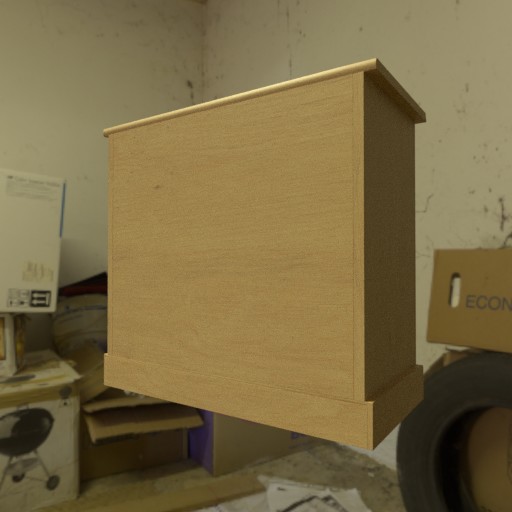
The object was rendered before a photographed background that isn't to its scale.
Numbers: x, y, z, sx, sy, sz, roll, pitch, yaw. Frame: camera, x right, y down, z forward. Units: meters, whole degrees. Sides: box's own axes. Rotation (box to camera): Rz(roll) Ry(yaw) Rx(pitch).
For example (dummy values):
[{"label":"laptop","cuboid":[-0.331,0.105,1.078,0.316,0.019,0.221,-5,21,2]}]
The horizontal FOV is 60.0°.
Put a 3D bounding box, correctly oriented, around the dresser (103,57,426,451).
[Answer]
[{"label":"dresser","cuboid":[0.000,0.000,1.375,0.915,0.835,0.440,-1,-1,34]}]
